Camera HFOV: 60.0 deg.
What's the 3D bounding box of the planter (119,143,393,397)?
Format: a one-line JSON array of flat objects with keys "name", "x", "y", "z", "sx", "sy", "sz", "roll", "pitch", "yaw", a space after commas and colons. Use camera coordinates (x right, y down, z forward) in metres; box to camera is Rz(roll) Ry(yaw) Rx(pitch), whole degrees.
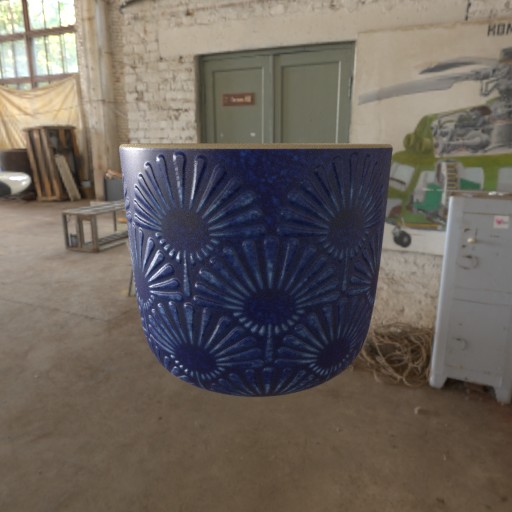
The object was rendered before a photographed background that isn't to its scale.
[{"name": "planter", "x": 0.000, "y": 0.000, "z": 0.222, "sx": 0.124, "sy": 0.109, "sz": 0.124, "roll": 0, "pitch": 14, "yaw": 0}]
